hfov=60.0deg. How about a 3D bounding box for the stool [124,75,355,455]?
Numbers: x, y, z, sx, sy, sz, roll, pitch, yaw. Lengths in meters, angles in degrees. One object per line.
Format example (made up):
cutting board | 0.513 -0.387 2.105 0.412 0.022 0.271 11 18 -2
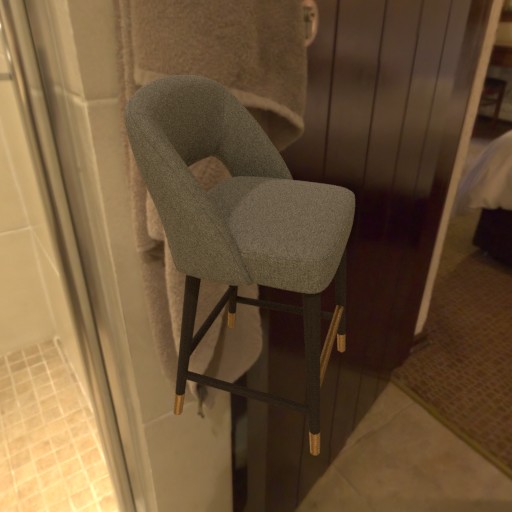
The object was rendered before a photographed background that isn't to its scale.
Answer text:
stool | 0.000 0.000 1.252 0.524 0.925 0.536 10 31 16
